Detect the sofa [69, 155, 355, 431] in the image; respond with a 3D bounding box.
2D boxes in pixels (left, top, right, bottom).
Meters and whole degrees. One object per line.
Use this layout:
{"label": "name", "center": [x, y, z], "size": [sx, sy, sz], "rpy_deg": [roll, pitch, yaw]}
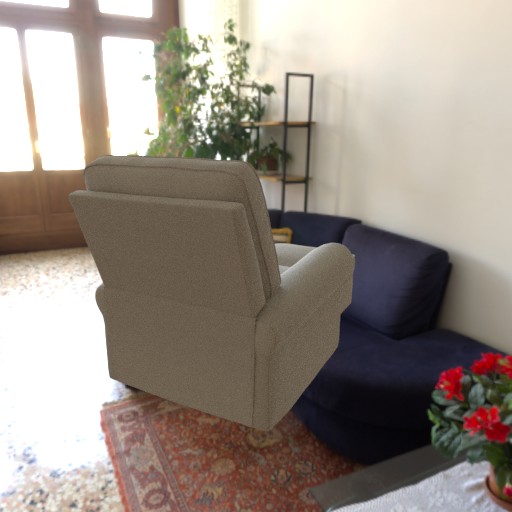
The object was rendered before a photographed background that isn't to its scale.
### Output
{"label": "sofa", "center": [0.000, 0.000, 2.079], "size": [0.880, 0.959, 1.478], "rpy_deg": [8, 17, 27]}
